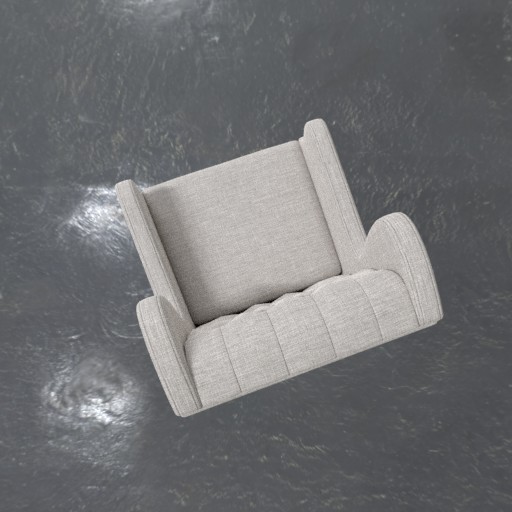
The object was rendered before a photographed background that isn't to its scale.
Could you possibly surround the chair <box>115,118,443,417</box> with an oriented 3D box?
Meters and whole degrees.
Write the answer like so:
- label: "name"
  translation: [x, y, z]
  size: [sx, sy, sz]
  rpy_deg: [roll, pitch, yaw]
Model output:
- label: "chair"
  translation: [0.000, 0.000, 1.448]
  size: [0.710, 0.930, 0.760]
  rpy_deg: [-19, 76, -5]
